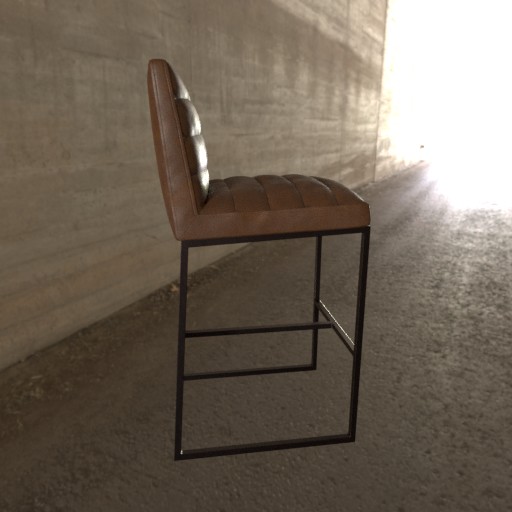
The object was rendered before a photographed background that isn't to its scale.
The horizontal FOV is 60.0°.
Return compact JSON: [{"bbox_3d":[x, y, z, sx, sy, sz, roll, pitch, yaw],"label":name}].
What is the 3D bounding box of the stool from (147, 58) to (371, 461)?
[{"bbox_3d":[0.000,0.000,1.358,0.562,1.065,0.463,-2,16,-8],"label":"stool"}]
